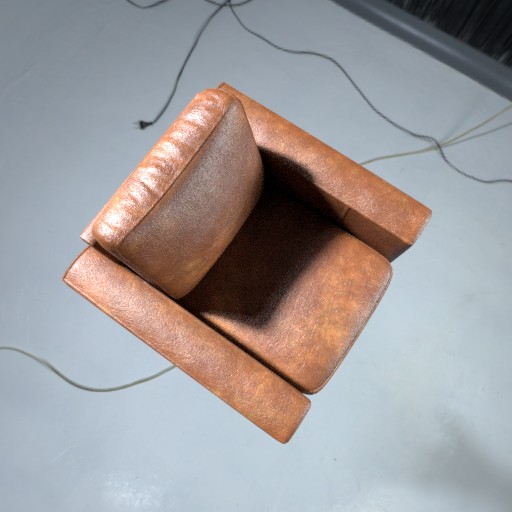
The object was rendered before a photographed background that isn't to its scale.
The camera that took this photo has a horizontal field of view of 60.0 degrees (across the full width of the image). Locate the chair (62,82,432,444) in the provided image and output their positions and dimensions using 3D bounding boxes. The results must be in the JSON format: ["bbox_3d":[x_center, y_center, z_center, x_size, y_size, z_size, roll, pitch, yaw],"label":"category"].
[{"bbox_3d":[0.000,0.000,1.735,1.016,0.873,1.005,34,78,8],"label":"chair"}]
